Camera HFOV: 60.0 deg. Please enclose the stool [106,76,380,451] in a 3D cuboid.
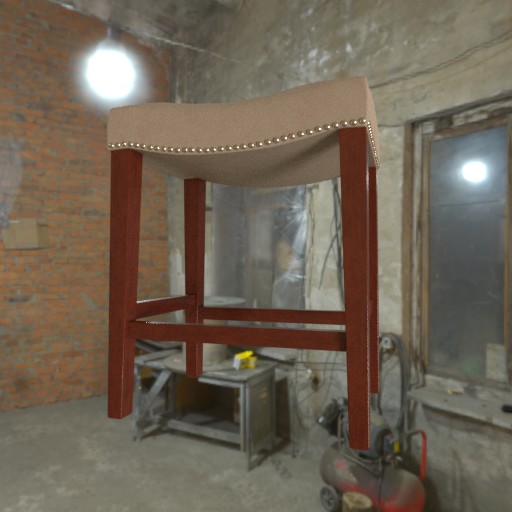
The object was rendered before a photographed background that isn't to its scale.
[{"bbox_3d":[0.000,0.000,0.962,0.509,0.632,0.375,0,-1,18],"label":"stool"}]
